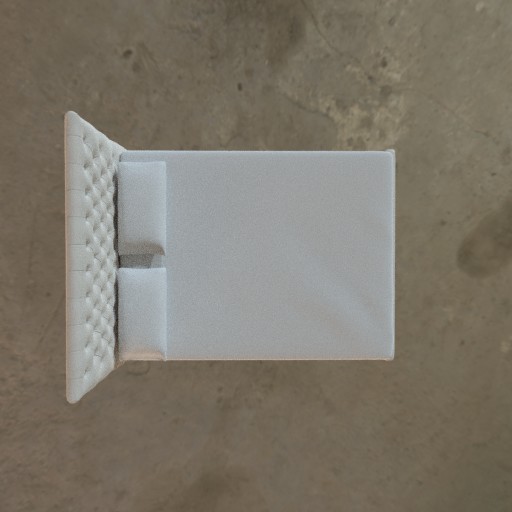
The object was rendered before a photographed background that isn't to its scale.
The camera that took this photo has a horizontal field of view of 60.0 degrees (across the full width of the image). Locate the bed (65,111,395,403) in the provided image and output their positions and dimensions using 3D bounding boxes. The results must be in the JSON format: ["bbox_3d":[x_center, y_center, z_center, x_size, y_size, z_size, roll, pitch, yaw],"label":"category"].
[{"bbox_3d":[0.000,0.000,3.253,2.233,1.426,1.696,0,91,-1],"label":"bed"}]
